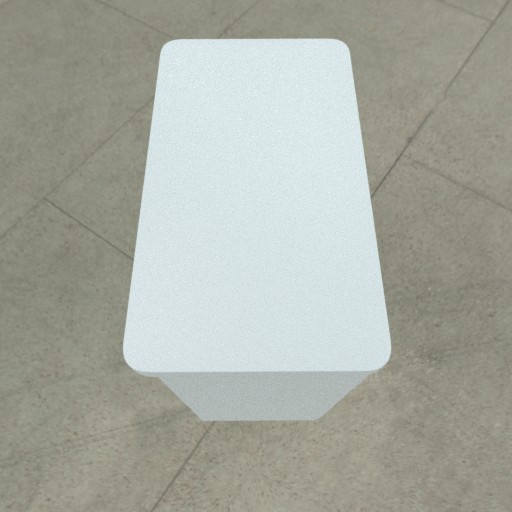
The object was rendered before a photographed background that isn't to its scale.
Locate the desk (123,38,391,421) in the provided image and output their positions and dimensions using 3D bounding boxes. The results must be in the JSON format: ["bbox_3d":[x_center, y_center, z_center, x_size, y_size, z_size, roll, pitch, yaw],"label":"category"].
[{"bbox_3d":[0.000,0.000,1.232,0.446,0.760,0.790,0,64,0],"label":"desk"}]
